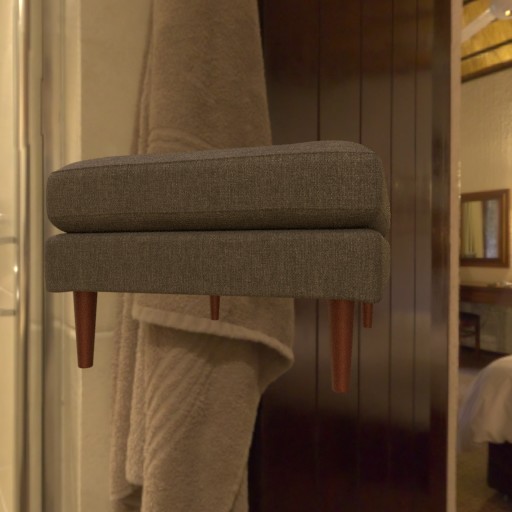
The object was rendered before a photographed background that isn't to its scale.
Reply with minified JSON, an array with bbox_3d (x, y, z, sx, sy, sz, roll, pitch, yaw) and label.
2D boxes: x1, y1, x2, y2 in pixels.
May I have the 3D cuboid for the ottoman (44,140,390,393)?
[{"bbox_3d":[0.000,0.000,1.212,0.693,0.474,0.821,0,0,18],"label":"ottoman"}]
